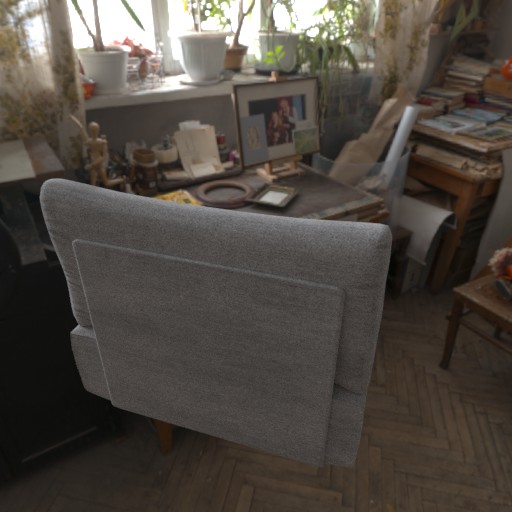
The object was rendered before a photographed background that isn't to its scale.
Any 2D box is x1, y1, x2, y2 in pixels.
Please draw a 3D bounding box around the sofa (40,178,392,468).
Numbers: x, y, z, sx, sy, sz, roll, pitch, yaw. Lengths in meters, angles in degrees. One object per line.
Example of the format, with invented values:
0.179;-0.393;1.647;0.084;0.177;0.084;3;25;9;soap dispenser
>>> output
0.000;0.000;1.629;0.930;0.820;1.000;10;33;16;sofa
